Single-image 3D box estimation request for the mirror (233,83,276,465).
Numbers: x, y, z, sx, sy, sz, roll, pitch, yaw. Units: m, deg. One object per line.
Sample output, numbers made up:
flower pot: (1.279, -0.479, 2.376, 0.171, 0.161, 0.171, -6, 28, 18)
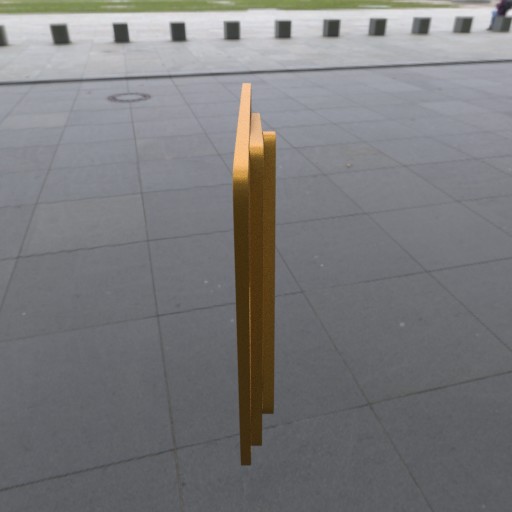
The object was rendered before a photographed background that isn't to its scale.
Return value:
mirror: (0.000, 0.000, 0.723, 0.045, 0.468, 0.470, 0, 32, 0)
